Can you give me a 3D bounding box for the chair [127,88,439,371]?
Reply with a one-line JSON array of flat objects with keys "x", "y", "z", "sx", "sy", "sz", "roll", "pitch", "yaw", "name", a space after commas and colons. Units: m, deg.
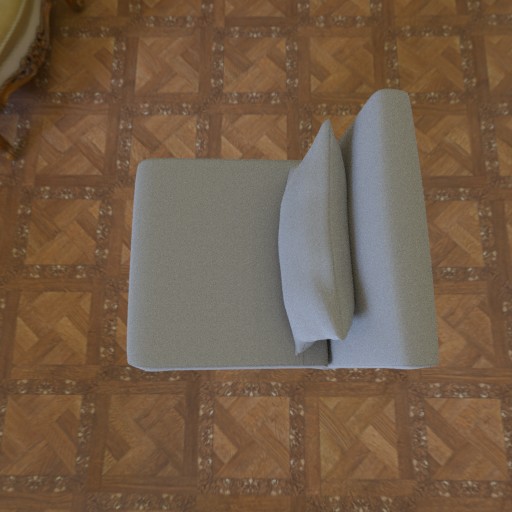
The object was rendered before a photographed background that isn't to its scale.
[{"x": 0.000, "y": 0.000, "z": 1.529, "sx": 0.902, "sy": 0.808, "sz": 0.770, "roll": -1, "pitch": 76, "yaw": 0, "name": "chair"}]
